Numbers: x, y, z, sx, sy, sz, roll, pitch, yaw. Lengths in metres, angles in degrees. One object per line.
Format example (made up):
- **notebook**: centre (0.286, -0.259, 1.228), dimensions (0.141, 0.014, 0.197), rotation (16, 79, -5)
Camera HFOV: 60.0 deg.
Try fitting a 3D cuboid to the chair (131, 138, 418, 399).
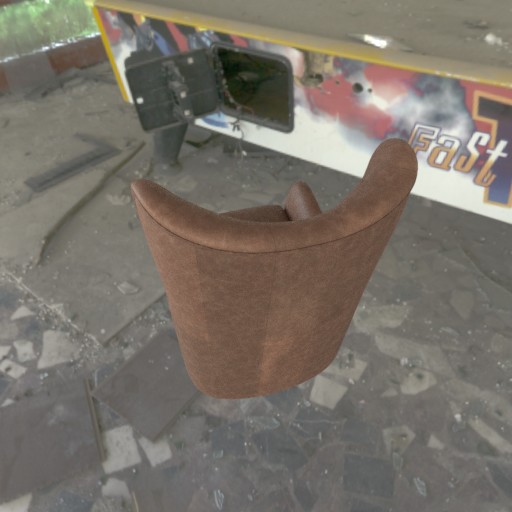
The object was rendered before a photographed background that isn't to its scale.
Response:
- **chair**: centre (0.000, 0.000, 1.754), dimensions (0.831, 1.079, 0.930), rotation (-12, 42, -14)
